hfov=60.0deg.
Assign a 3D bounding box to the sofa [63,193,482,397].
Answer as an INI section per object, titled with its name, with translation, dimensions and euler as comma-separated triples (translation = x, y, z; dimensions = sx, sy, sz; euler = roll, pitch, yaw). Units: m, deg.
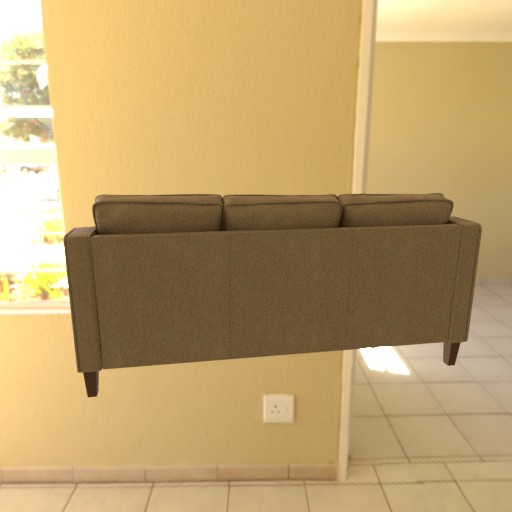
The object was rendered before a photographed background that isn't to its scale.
[sofa]
translation = 0.000, 0.000, 3.314
dimensions = 2.317, 1.081, 1.858
euler = -2, 14, -10
